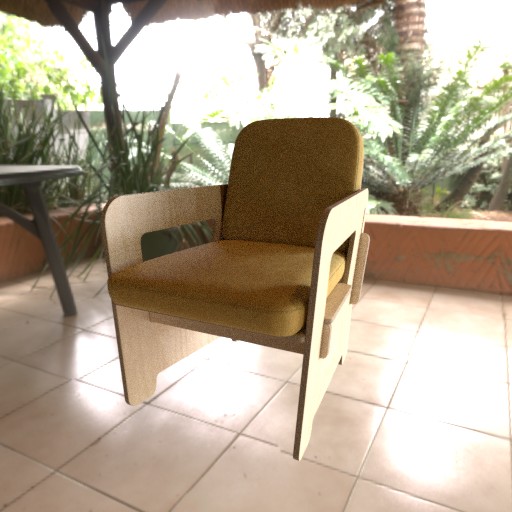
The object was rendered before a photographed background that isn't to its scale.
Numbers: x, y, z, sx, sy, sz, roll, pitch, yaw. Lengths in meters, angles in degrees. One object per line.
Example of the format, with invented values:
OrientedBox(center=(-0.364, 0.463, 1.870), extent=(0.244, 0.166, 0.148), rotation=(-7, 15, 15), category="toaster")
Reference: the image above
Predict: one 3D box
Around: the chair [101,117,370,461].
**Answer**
OrientedBox(center=(0.000, 0.000, 1.279), extent=(0.590, 0.800, 0.710), rotation=(7, 15, 26), category="chair")
